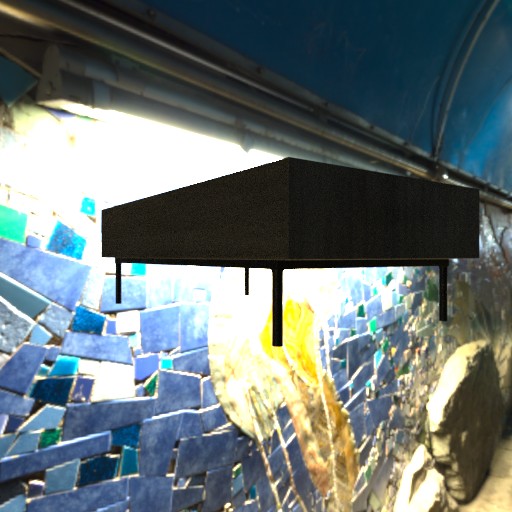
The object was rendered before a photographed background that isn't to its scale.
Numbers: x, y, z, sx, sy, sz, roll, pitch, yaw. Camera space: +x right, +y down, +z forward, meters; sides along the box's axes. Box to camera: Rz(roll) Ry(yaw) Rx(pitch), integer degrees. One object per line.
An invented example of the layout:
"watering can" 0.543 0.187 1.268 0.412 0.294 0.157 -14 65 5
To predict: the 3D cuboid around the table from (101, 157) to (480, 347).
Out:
"table" 0.000 0.000 1.397 0.643 0.347 1.088 0 0 -36
